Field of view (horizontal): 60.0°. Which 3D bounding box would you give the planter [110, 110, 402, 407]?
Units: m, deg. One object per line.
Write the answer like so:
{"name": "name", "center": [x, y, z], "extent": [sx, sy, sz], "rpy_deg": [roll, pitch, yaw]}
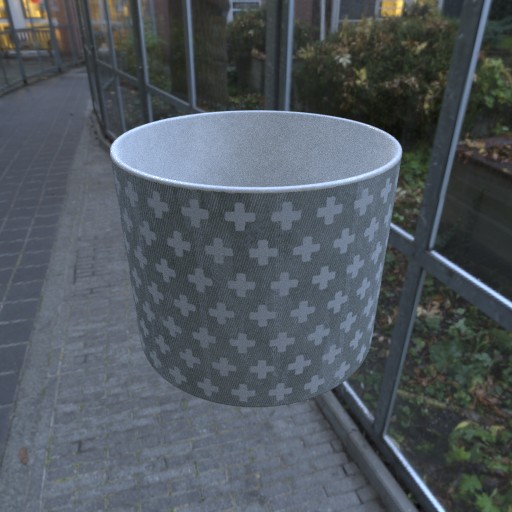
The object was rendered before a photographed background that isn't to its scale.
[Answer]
{"name": "planter", "center": [0.000, 0.000, 0.452], "extent": [0.250, 0.239, 0.250], "rpy_deg": [0, 29, 0]}
